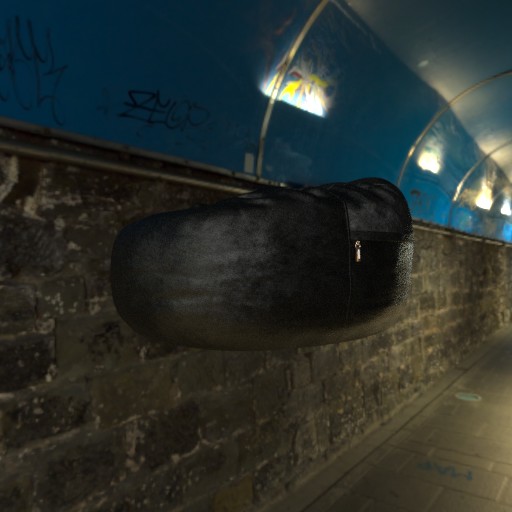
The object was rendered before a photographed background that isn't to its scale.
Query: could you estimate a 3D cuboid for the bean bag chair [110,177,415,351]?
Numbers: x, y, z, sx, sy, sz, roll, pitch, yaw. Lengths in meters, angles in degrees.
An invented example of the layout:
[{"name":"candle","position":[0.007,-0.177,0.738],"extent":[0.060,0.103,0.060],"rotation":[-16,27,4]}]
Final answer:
[{"name":"bean bag chair","position":[0.000,0.000,2.466],"extent":[1.524,0.878,1.524],"rotation":[0,0,-37]}]
